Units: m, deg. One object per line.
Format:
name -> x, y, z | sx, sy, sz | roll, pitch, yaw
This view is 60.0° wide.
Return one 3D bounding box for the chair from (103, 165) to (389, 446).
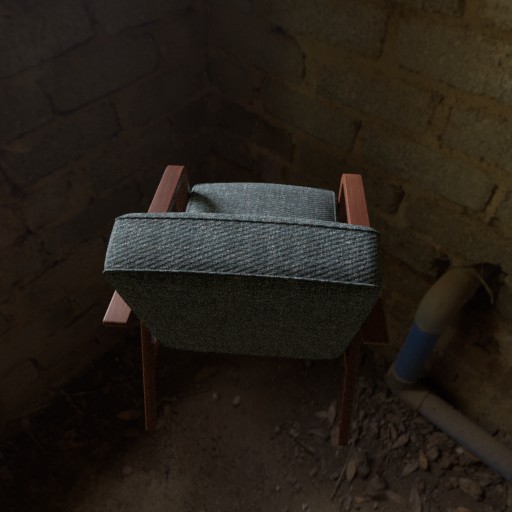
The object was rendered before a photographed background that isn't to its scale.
chair -> 0.000, 0.000, 1.481 | 0.719, 0.864, 0.889 | 3, 48, 3
